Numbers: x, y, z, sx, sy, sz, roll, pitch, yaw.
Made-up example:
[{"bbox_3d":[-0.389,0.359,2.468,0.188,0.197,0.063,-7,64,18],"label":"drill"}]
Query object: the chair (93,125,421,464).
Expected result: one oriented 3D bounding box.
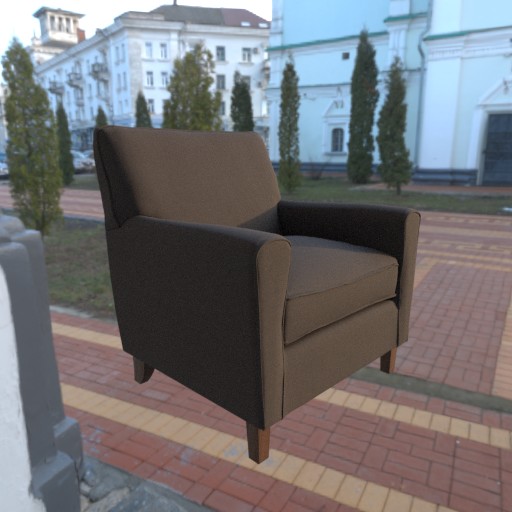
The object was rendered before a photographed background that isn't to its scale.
[{"bbox_3d":[0.000,0.000,1.599,0.831,0.911,0.836,13,18,43],"label":"chair"}]
